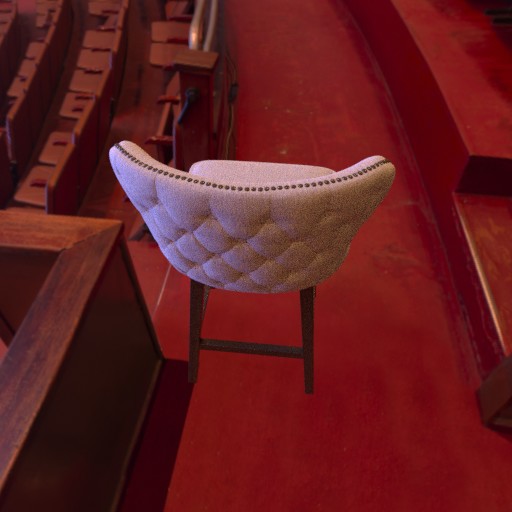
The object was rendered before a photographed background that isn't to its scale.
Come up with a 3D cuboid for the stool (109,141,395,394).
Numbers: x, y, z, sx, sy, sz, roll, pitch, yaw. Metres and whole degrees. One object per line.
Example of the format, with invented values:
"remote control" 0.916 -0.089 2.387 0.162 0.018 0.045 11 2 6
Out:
"stool" 0.000 0.000 1.352 0.615 0.972 0.597 4 47 4
